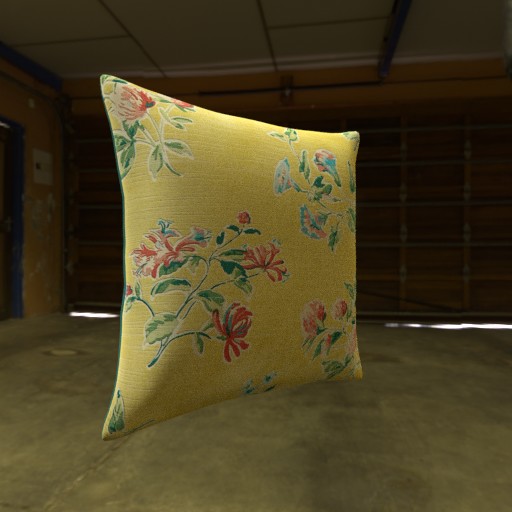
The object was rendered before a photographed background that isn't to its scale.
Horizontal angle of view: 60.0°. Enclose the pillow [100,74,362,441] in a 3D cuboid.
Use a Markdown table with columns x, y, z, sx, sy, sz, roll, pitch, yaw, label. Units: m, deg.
| x | y | z | sx | sy | sz | roll | pitch | yaw | label |
| --- | --- | --- | --- | --- | --- | --- | --- | --- | --- |
| 0.000 | 0.000 | 0.762 | 0.525 | 0.508 | 0.166 | 0 | 0 | -35 | pillow |
